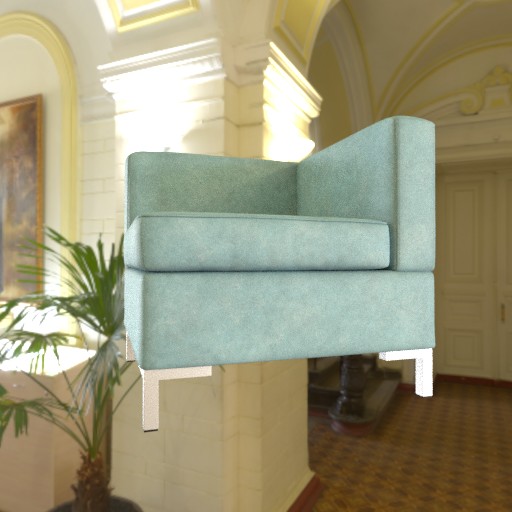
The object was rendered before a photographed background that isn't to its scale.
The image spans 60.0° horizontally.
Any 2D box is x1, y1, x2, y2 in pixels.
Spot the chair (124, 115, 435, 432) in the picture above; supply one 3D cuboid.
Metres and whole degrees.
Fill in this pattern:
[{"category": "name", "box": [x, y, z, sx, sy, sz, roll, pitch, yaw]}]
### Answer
[{"category": "chair", "box": [0.000, 0.000, 1.215, 0.691, 0.660, 0.684, 0, -1, -19]}]
